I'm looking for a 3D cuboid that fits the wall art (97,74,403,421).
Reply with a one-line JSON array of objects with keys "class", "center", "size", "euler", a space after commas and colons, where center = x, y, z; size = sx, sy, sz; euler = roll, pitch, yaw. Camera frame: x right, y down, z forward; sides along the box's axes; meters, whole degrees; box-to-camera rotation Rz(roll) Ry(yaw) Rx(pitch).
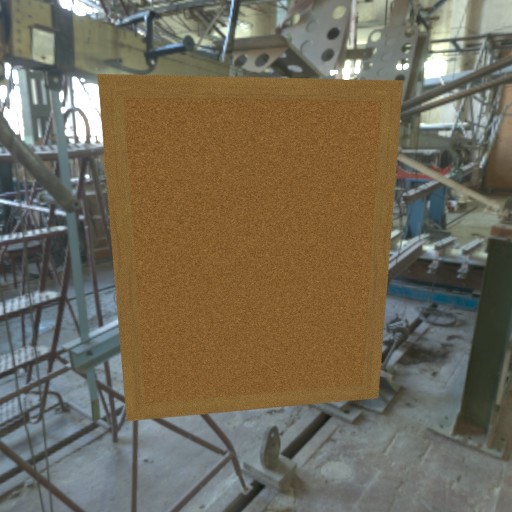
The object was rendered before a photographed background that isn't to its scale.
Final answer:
[{"class": "wall art", "center": [0.000, 0.000, 0.509], "size": [0.312, 0.380, 0.030], "euler": [-2, 15, -9]}]
